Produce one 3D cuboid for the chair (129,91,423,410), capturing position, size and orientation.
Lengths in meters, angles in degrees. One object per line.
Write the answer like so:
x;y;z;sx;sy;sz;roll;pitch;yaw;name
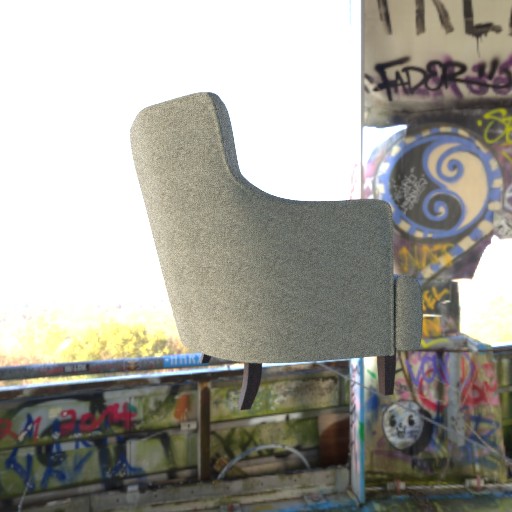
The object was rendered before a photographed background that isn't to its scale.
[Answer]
0.000;0.000;1.686;0.910;0.920;0.820;0;0;-18;chair
